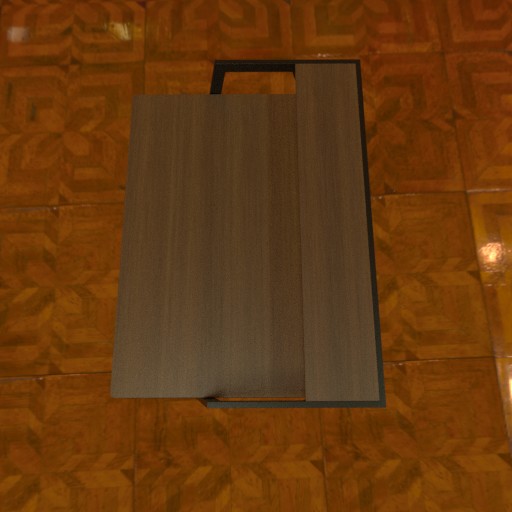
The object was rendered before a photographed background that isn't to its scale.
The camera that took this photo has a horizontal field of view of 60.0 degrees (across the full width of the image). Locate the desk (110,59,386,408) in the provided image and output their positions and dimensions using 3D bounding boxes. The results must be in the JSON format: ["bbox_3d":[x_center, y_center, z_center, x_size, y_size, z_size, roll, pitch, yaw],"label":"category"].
[{"bbox_3d":[0.000,0.000,1.871,0.936,0.998,1.143,0,75,0],"label":"desk"}]
